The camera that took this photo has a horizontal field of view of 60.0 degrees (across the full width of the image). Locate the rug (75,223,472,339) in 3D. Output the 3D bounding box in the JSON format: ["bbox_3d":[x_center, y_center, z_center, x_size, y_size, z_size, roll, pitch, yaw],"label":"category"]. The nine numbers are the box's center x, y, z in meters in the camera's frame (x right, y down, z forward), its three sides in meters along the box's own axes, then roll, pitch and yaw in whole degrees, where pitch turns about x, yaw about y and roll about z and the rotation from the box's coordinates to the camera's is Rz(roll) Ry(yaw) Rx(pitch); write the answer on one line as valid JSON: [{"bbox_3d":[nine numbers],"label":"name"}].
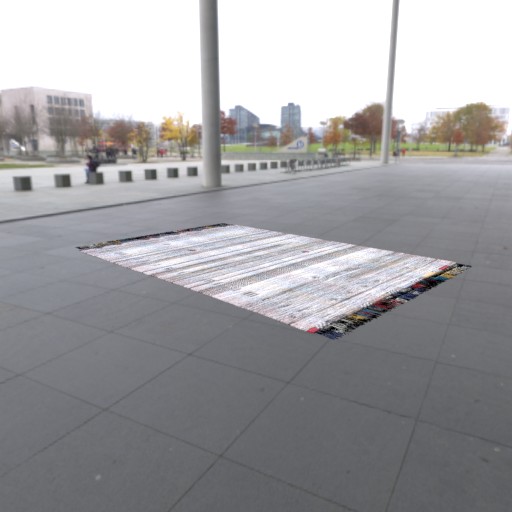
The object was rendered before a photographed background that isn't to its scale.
[{"bbox_3d":[0.000,0.000,2.381,1.848,0.012,1.217,13,19,42],"label":"rug"}]
